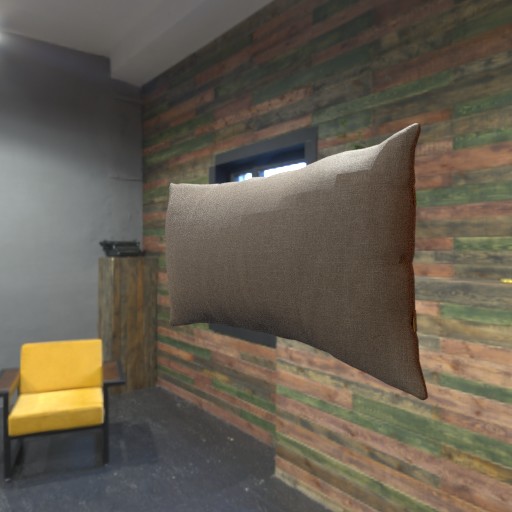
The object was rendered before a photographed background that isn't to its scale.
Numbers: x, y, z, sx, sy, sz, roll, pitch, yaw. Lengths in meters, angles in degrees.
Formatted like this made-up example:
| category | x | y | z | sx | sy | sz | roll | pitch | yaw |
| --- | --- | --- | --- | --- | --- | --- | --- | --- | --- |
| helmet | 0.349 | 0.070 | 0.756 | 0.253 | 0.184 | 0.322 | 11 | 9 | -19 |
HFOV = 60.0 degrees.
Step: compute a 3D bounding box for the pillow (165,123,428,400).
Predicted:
| category | x | y | z | sx | sy | sz | roll | pitch | yaw |
| --- | --- | --- | --- | --- | --- | --- | --- | --- | --- |
| pillow | 0.000 | 0.000 | 0.722 | 0.148 | 0.308 | 0.612 | -1 | 1 | -37 |
